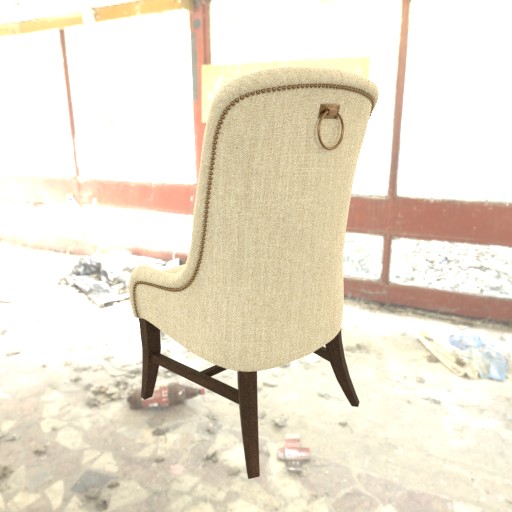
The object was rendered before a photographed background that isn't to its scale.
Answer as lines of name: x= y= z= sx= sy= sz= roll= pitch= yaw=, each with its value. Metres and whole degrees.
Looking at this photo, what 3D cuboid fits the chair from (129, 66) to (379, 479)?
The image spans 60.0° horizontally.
chair: x=0.000 y=0.000 z=1.453 sx=0.634 sy=1.091 sz=0.629 roll=-14 pitch=21 yaw=-41
